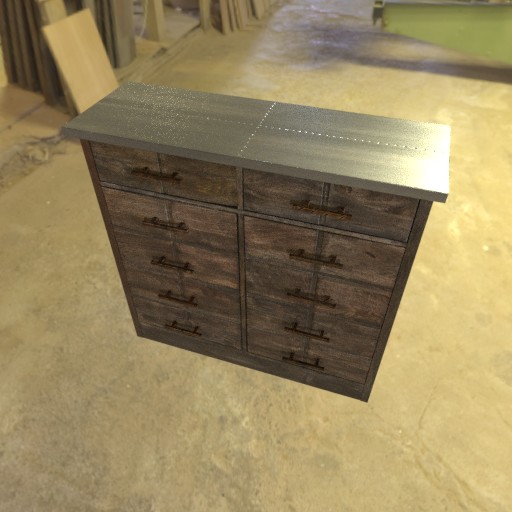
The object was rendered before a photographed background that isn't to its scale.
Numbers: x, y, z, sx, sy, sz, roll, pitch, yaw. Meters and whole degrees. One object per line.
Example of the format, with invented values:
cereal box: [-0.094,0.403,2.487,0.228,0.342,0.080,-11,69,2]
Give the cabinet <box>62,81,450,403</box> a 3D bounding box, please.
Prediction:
cabinet: [0.000,0.000,1.473,0.968,0.919,0.338,13,44,14]
